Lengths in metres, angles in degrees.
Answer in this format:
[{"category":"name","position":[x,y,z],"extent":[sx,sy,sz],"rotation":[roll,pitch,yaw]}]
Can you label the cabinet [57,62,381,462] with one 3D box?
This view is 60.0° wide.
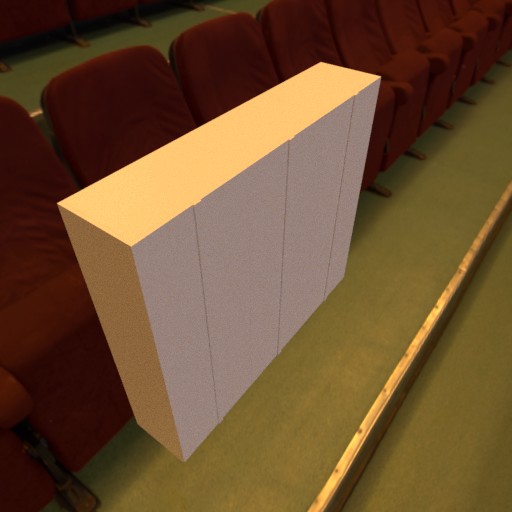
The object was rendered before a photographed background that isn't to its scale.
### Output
[{"category":"cabinet","position":[0.000,0.000,3.794],"extent":[0.590,2.370,2.700],"rotation":[27,48,27]}]
